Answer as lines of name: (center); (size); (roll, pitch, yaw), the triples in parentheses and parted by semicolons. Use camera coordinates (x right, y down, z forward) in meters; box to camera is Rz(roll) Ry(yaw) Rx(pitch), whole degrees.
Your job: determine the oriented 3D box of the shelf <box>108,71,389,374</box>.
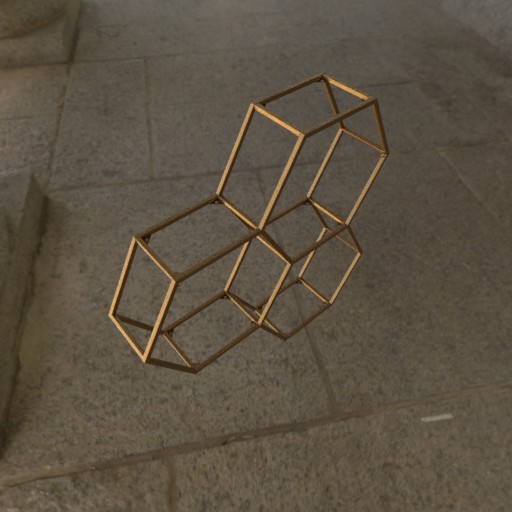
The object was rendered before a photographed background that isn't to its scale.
shelf: (0.000, 0.000, 1.071); (0.708, 0.701, 0.150); (-32, 55, -26)
